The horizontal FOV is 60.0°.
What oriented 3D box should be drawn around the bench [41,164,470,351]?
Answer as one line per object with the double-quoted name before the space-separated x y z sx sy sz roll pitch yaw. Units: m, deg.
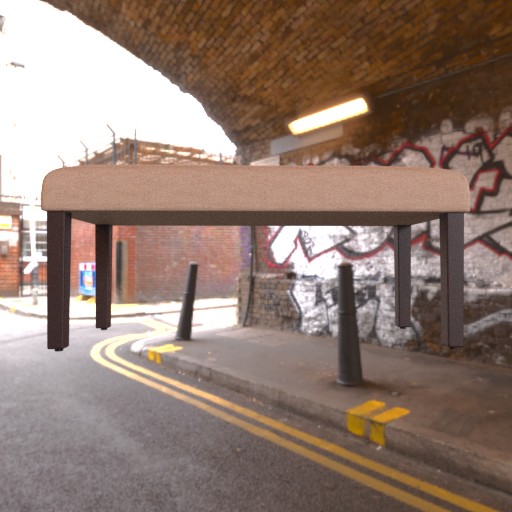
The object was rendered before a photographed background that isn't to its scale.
"bench" 0.000 0.000 1.237 1.013 0.456 0.407 0 -1 -2
